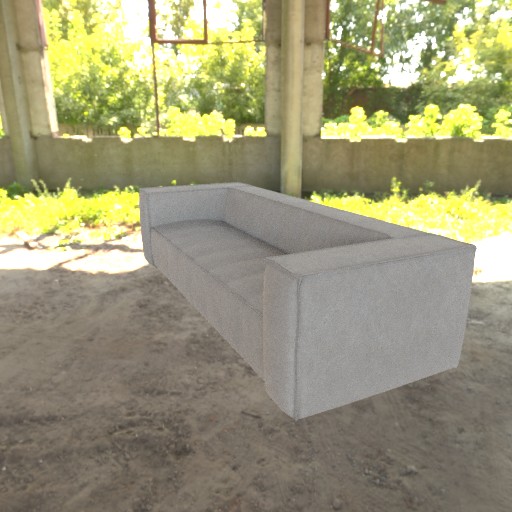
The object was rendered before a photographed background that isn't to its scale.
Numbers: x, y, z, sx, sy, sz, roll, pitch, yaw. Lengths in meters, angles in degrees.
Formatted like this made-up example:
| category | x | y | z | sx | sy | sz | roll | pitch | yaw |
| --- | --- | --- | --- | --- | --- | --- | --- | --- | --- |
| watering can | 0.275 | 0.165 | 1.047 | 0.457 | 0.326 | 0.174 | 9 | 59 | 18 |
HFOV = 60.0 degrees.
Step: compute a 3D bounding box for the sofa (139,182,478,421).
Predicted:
| category | x | y | z | sx | sy | sz | roll | pitch | yaw |
| --- | --- | --- | --- | --- | --- | --- | --- | --- | --- |
| sofa | 0.000 | 0.000 | 3.052 | 1.038 | 0.680 | 2.697 | -8 | 18 | -26 |
